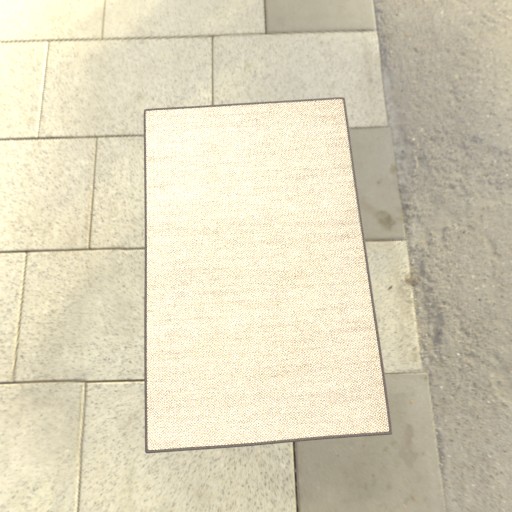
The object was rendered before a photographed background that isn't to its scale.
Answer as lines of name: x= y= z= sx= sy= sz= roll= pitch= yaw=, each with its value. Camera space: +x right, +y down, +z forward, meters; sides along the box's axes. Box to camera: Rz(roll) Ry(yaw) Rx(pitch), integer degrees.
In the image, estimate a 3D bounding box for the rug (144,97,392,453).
rug: x=0.000 y=0.000 z=2.116 sx=1.067 sy=0.013 sz=1.676 roll=-4 pitch=75 yaw=-1
